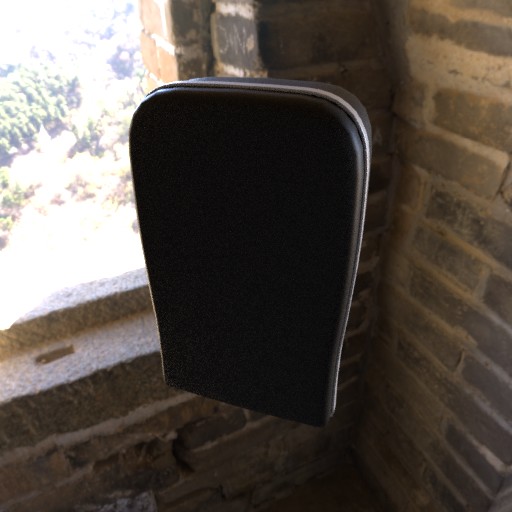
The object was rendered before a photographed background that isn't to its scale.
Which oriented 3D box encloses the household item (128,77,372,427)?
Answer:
[{"bbox_3d":[0.000,0.000,0.152,0.070,0.114,0.038,10,32,16],"label":"household item"}]
